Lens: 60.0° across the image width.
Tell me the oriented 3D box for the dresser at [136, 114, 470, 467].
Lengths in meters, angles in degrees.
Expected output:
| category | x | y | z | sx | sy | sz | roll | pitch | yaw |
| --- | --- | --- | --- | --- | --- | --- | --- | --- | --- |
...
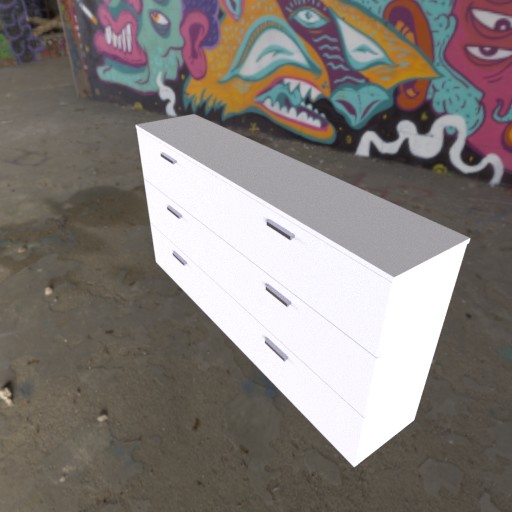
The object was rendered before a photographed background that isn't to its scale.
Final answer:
| category | x | y | z | sx | sy | sz | roll | pitch | yaw |
| --- | --- | --- | --- | --- | --- | --- | --- | --- | --- |
| dresser | 0.000 | 0.000 | 1.864 | 0.333 | 0.790 | 1.535 | -21 | 38 | -30 |
